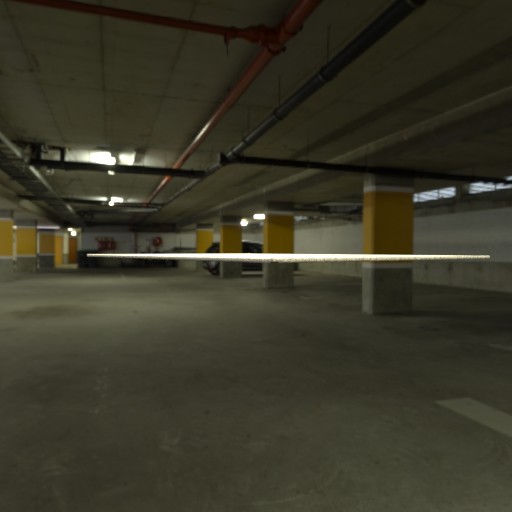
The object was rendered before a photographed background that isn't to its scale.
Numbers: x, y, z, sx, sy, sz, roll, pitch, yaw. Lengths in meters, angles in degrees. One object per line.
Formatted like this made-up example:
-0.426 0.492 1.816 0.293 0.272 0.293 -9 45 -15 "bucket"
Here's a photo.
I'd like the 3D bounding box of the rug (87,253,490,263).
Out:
0.000 0.000 2.320 1.224 0.016 1.832 0 1 -36 "rug"
